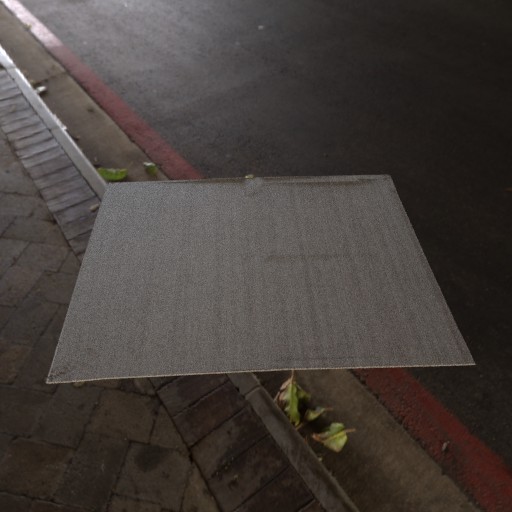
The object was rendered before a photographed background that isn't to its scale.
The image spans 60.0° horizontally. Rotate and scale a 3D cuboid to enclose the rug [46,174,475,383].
[{"bbox_3d":[0.000,0.000,4.877,3.778,0.053,2.873,-2,46,-2],"label":"rug"}]
